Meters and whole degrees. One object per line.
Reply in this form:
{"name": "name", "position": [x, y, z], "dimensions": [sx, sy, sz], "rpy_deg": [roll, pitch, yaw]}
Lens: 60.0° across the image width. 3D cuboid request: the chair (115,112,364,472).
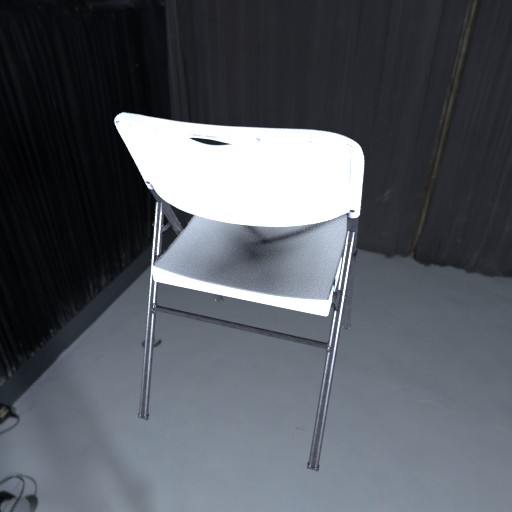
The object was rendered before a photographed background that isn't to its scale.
{"name": "chair", "position": [0.000, 0.000, 1.123], "dimensions": [0.494, 0.810, 0.566], "rpy_deg": [10, 34, 15]}
